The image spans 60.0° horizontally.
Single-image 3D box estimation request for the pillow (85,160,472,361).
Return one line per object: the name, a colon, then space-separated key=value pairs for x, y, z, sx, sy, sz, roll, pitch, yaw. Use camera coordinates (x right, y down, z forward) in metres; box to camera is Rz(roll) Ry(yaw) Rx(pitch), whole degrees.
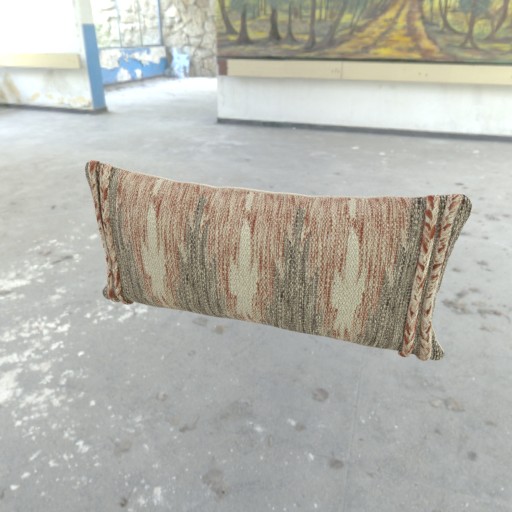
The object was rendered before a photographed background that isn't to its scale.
pillow: x=0.000 y=0.000 z=0.740 sx=0.635 sy=0.282 sz=0.139 roll=8 pitch=28 yaw=15
